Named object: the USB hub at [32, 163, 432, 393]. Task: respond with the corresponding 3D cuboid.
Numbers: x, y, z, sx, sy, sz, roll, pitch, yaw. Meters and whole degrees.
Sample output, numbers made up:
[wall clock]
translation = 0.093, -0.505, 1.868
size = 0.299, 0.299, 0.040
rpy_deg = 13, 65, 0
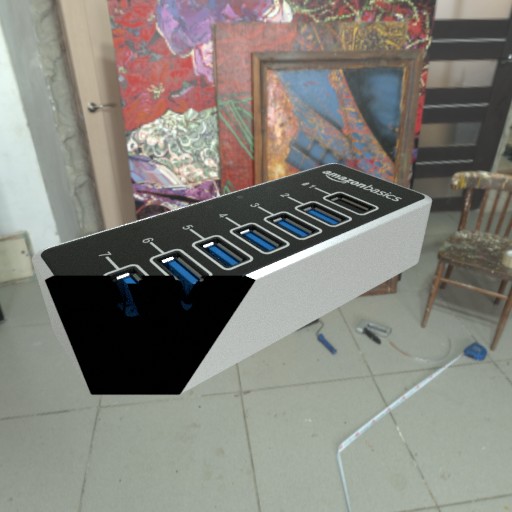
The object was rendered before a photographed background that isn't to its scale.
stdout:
[USB hub]
translation = 0.000, 0.000, 0.129
size = 0.110, 0.023, 0.044
rpy_deg = -22, 38, -32
